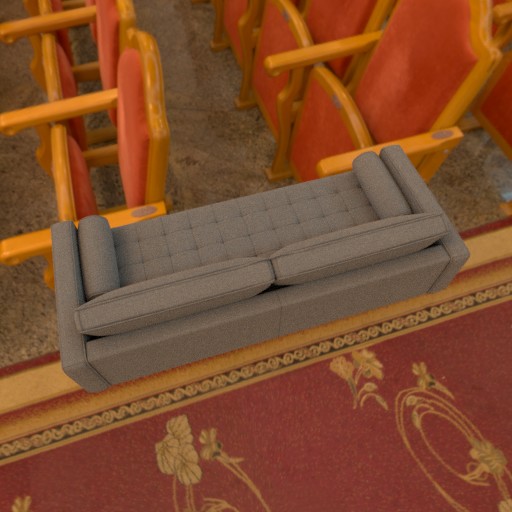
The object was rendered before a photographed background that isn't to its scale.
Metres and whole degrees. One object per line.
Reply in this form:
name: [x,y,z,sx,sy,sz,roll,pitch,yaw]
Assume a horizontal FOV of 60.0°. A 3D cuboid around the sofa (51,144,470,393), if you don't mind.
sofa: [0.000,0.000,2.630,2.198,0.762,0.914,-15,59,-9]
